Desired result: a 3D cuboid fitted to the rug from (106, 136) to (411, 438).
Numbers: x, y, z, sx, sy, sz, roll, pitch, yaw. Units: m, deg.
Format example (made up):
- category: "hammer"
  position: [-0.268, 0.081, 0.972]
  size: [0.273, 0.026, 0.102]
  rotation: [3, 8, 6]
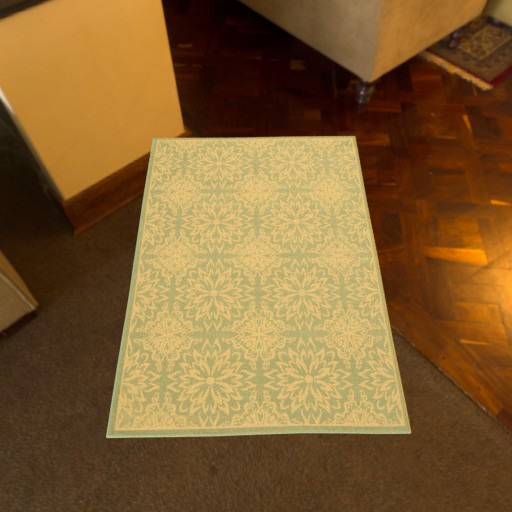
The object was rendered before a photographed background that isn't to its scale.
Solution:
- category: "rug"
  position: [0.000, 0.000, 2.891]
  size: [1.589, 0.014, 2.205]
  rotation: [-1, 58, 0]
